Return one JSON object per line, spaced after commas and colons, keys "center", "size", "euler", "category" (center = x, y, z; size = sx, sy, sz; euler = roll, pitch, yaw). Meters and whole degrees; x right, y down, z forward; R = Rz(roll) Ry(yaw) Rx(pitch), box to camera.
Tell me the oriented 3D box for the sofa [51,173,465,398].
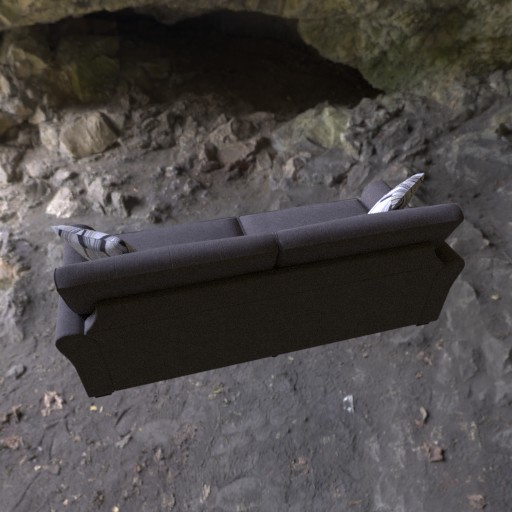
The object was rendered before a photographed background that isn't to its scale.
{"center": [0.000, 0.000, 2.478], "size": [2.032, 0.813, 0.889], "euler": [-10, 40, -12], "category": "sofa"}
